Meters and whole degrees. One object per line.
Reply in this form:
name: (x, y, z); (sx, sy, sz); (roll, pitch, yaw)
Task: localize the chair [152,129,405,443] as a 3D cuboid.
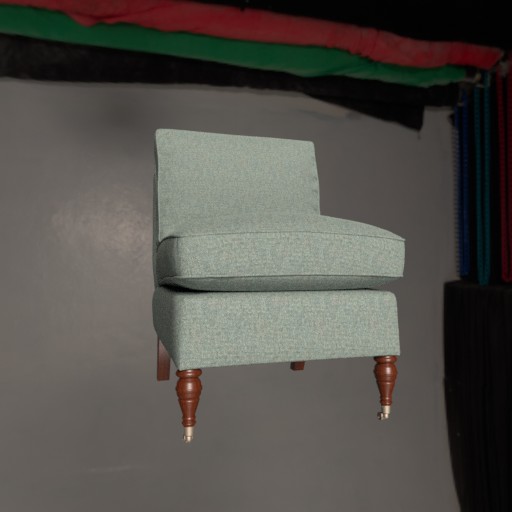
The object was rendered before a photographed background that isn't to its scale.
chair: (0.000, 0.000, 1.427); (0.624, 0.901, 0.796); (0, -1, -17)
